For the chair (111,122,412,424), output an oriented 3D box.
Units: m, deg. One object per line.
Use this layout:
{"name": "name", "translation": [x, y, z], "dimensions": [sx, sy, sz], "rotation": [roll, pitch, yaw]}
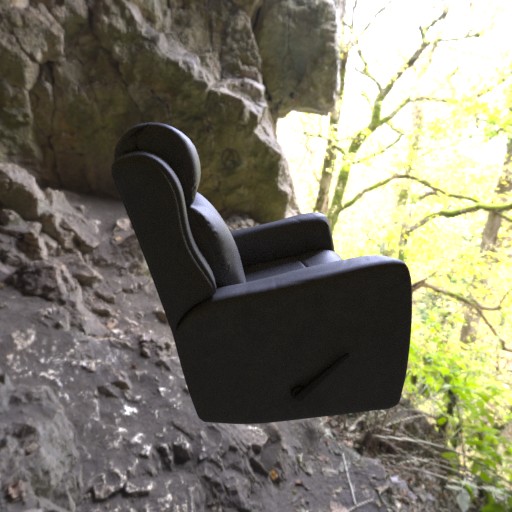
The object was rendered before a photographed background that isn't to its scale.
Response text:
{"name": "chair", "translation": [0.000, 0.000, 1.938], "dimensions": [1.068, 1.116, 0.967], "rotation": [-3, 17, -11]}
